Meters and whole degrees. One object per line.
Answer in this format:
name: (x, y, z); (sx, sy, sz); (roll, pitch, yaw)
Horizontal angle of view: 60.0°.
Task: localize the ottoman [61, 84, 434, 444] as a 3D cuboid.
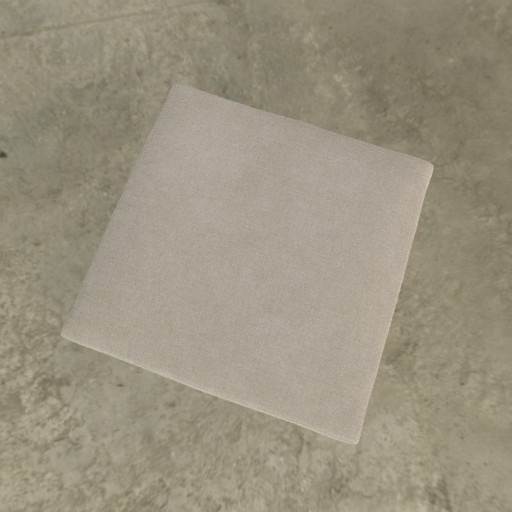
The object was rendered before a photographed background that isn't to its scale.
ottoman: (0.000, 0.000, 1.861); (1.203, 0.517, 1.171); (19, 76, 5)
